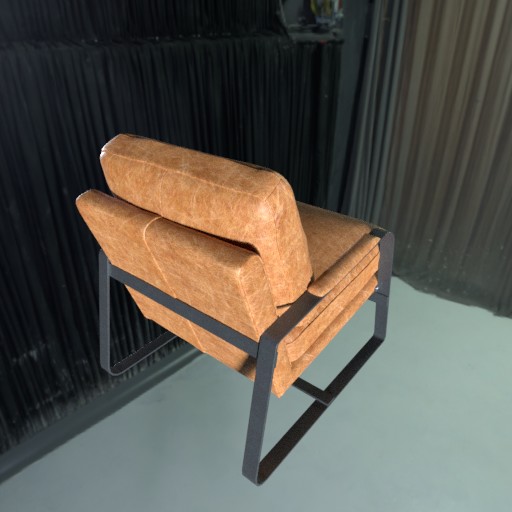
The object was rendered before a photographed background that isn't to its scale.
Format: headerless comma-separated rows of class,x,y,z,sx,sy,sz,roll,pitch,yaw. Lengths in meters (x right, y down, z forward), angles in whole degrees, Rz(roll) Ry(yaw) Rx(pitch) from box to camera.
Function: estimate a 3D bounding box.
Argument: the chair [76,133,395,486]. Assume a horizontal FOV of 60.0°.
chair,0.000,0.000,1.359,0.651,0.777,0.801,22,36,33
